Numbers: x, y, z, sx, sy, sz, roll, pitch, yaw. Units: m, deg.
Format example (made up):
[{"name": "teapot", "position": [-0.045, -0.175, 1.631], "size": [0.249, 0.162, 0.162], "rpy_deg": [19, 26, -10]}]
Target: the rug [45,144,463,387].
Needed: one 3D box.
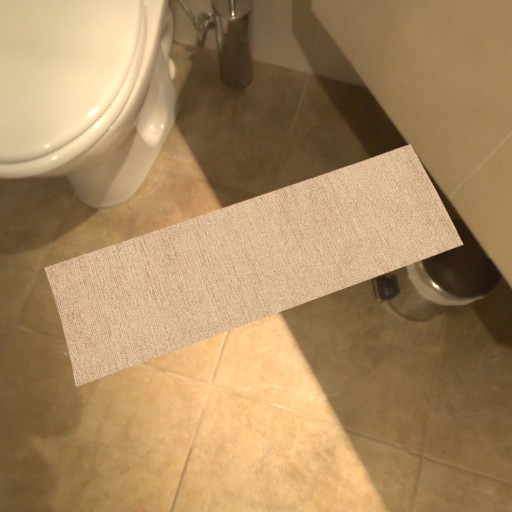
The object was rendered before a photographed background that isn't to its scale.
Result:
[{"name": "rug", "position": [0.000, 0.000, 2.583], "size": [2.346, 0.013, 0.712], "rpy_deg": [-19, 74, -6]}]
